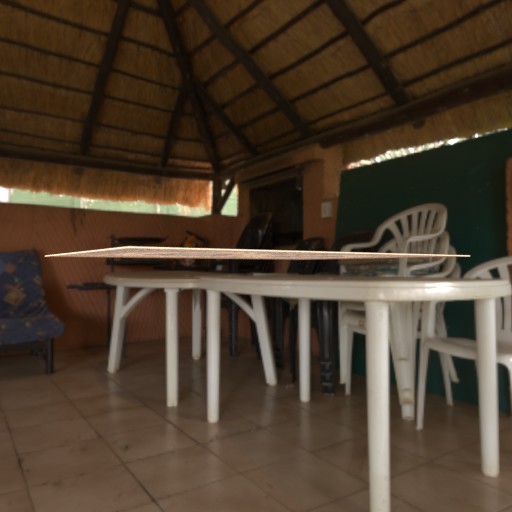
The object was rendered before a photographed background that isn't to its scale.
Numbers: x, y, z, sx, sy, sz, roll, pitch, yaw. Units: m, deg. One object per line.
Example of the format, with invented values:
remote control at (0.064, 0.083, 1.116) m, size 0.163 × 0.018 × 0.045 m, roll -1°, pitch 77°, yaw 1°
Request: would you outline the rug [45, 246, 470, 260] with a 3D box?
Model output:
rug at (0.000, 0.000, 2.860) m, size 2.227 × 0.008 × 1.611 m, roll 1°, pitch -2°, yaw -35°
